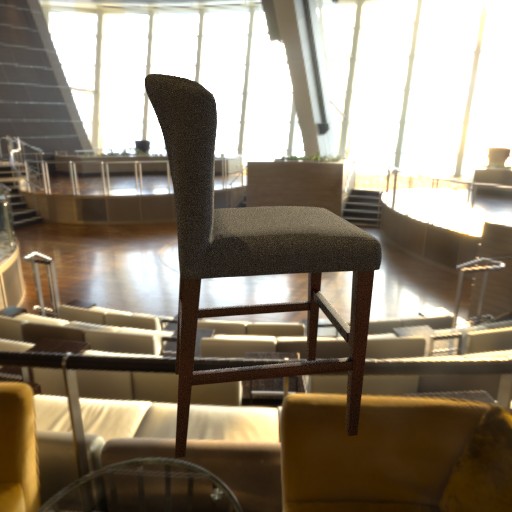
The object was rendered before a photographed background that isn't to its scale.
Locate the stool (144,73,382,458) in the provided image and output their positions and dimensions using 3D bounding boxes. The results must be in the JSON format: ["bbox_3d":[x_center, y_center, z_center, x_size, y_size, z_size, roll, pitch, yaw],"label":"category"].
[{"bbox_3d":[0.000,0.000,1.290,0.568,0.968,0.479,-3,17,-9],"label":"stool"}]
